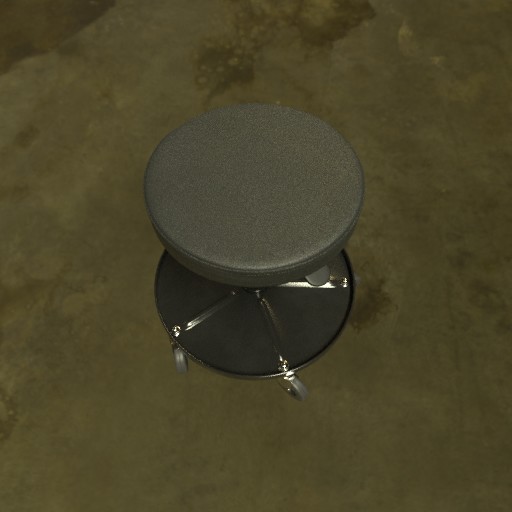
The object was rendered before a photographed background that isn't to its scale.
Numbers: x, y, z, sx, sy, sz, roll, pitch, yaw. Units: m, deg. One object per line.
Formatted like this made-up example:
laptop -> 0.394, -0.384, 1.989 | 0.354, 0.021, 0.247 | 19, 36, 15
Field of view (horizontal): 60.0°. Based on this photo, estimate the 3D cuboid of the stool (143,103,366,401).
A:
stool -> 0.000, 0.000, 0.691 | 0.381, 0.365, 0.382 | -36, 65, -20
